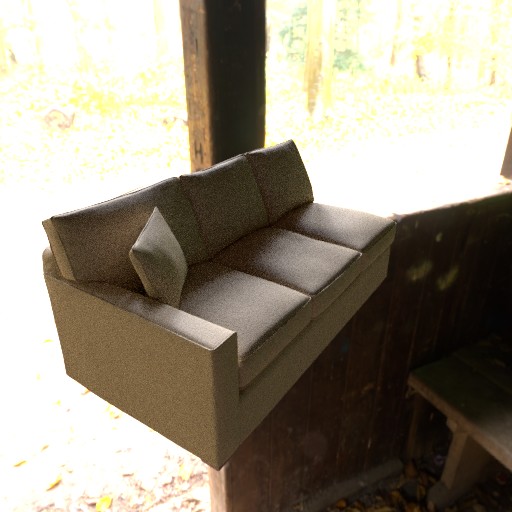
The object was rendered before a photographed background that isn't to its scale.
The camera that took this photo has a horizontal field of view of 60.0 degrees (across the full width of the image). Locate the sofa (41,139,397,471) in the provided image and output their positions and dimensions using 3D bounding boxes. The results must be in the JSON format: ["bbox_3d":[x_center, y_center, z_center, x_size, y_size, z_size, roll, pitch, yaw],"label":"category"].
[{"bbox_3d":[0.000,0.000,2.529,1.034,0.946,1.962,17,30,30],"label":"sofa"}]
